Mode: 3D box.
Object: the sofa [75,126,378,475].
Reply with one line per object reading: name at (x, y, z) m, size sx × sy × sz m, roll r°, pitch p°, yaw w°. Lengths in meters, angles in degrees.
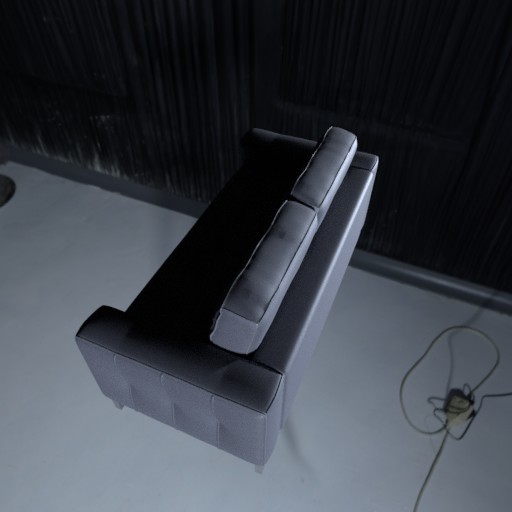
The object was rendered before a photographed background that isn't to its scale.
sofa at (0.000, 0.000, 2.257) m, size 0.833 × 0.893 × 1.726 m, roll 17°, pitch 49°, yaw 16°
